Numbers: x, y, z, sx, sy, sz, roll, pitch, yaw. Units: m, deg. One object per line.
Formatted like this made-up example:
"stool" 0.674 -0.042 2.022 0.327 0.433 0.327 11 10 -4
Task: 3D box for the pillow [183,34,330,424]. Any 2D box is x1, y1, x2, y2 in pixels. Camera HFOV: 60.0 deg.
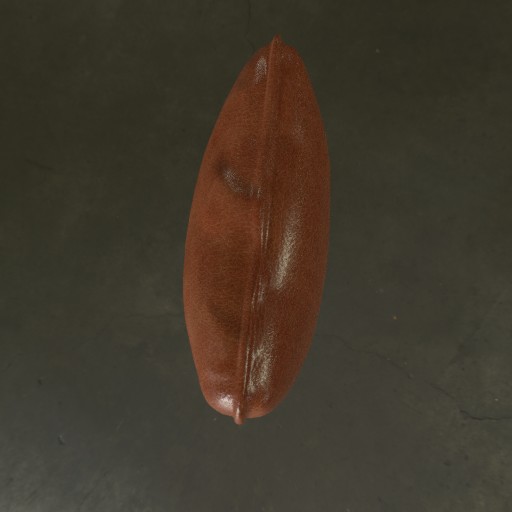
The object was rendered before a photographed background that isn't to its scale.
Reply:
"pillow" 0.000 0.000 0.791 0.236 0.523 0.532 5 76 1
